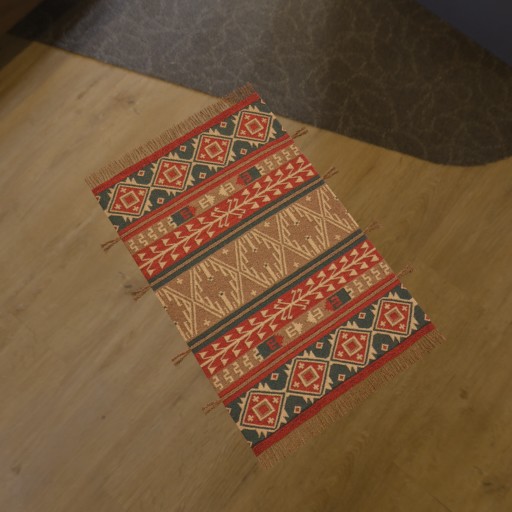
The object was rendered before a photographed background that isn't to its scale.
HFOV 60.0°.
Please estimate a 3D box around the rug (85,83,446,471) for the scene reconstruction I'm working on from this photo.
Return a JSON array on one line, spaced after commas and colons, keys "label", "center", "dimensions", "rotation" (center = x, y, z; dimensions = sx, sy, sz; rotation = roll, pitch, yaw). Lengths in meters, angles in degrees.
[{"label": "rug", "center": [0.000, 0.000, 2.614], "dimensions": [1.469, 0.040, 2.025], "rotation": [-33, 78, -8]}]
